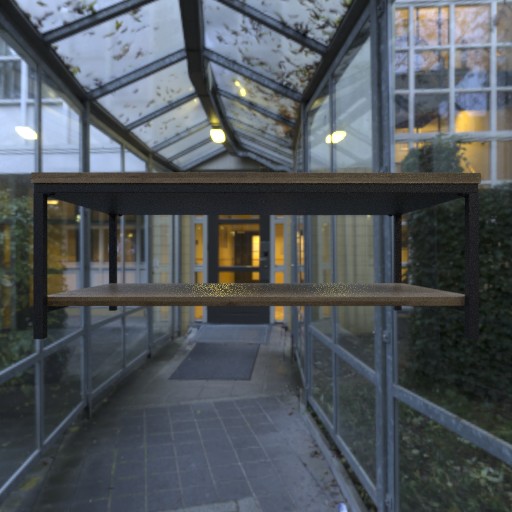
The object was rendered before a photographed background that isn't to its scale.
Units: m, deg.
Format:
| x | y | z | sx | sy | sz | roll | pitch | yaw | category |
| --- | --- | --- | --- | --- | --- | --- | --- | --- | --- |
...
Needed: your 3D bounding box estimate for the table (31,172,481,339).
| x | y | z | sx | sy | sz | roll | pitch | yaw | category |
| --- | --- | --- | --- | --- | --- | --- | --- | --- | --- |
| 0.000 | 0.000 | 1.332 | 1.062 | 0.393 | 0.574 | 0 | 0 | 0 | table |
